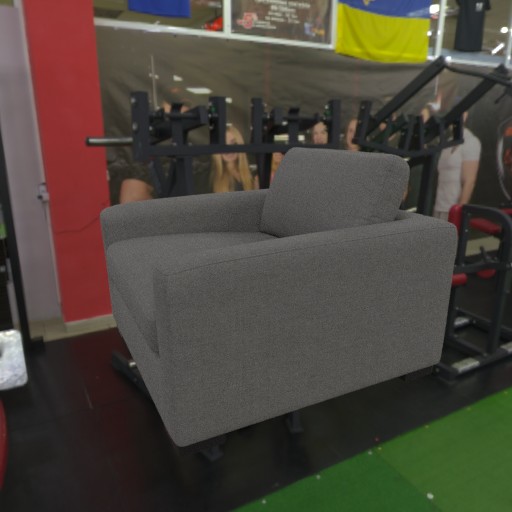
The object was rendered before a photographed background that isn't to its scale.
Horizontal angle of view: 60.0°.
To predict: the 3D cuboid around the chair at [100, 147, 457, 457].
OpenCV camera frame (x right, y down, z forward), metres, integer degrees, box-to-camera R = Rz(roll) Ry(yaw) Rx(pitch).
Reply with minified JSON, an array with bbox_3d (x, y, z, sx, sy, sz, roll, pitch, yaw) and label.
[{"bbox_3d":[0.000,0.000,1.849,1.100,0.847,1.070,-8,18,-26],"label":"chair"}]
